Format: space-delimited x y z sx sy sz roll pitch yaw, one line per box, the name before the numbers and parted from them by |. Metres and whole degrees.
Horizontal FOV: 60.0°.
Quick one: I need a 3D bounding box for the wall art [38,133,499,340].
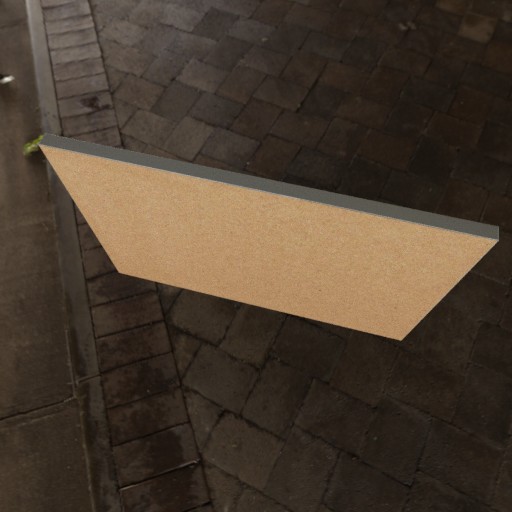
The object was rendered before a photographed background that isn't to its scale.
wall art | 0.000 0.000 0.760 0.615 0.410 0.021 13 63 7
